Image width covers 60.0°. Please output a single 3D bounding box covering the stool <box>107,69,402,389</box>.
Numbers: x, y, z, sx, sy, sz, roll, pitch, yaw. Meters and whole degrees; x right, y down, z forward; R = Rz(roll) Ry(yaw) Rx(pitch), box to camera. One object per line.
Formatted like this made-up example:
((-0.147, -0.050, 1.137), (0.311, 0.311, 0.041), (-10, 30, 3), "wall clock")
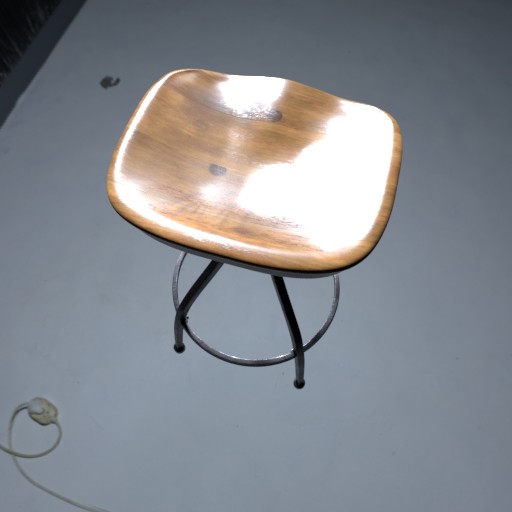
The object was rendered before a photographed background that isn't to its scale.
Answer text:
((0.000, 0.000, 0.986), (0.432, 0.694, 0.424), (15, 65, 7), "stool")
